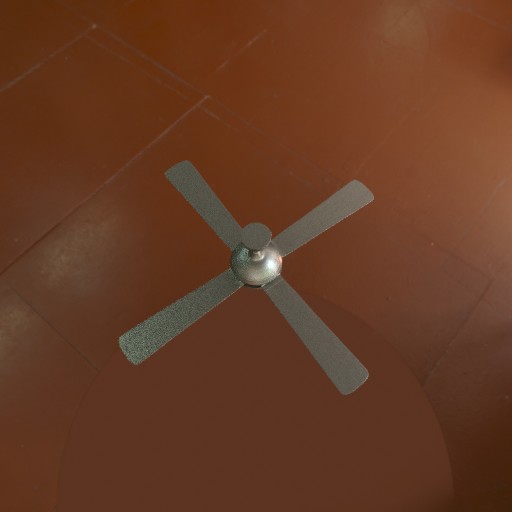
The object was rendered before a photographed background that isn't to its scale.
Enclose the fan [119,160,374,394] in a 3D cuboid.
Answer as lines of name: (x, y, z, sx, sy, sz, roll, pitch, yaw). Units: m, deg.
fan: (0.000, 0.000, 1.967, 1.321, 0.381, 1.321, -15, 65, -7)
